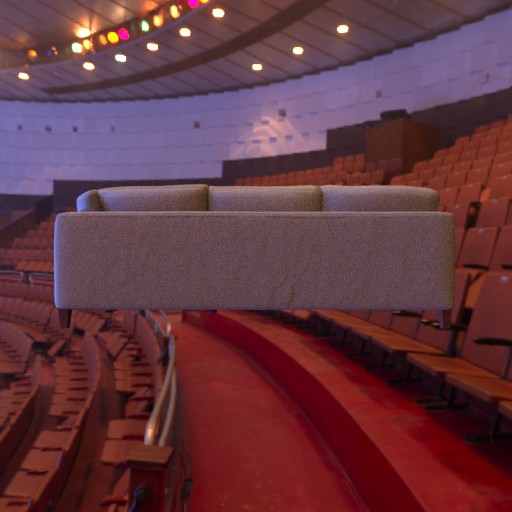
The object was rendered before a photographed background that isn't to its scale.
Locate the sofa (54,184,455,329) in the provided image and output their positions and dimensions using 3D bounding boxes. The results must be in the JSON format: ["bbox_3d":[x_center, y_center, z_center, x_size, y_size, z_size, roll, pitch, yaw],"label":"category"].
[{"bbox_3d":[0.000,0.000,4.428,2.592,0.947,3.301,0,0,0],"label":"sofa"}]
